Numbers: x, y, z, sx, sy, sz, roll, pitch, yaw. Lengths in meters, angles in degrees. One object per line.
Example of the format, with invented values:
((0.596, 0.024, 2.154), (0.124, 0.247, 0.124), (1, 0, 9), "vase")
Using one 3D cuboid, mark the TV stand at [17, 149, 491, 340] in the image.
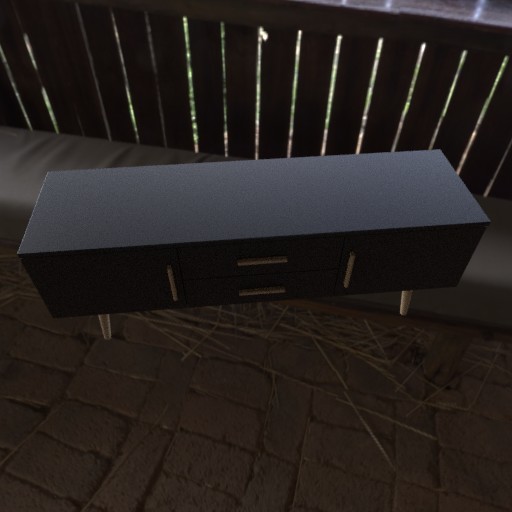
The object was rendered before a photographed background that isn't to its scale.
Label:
((0.000, 0.000, 1.530), (1.312, 0.518, 0.390), (-4, 46, -4), "TV stand")
